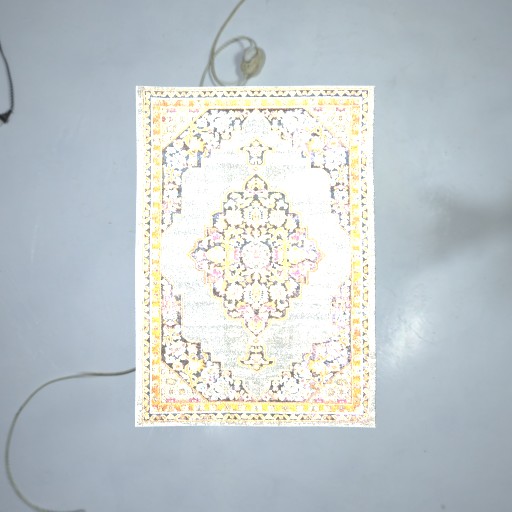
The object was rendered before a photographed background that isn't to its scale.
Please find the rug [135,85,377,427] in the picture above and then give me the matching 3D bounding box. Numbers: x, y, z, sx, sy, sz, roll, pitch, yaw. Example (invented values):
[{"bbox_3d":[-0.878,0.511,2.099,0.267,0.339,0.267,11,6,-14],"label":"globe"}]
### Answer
[{"bbox_3d":[0.000,0.000,3.755,2.043,0.026,2.901,0,89,0],"label":"rug"}]
